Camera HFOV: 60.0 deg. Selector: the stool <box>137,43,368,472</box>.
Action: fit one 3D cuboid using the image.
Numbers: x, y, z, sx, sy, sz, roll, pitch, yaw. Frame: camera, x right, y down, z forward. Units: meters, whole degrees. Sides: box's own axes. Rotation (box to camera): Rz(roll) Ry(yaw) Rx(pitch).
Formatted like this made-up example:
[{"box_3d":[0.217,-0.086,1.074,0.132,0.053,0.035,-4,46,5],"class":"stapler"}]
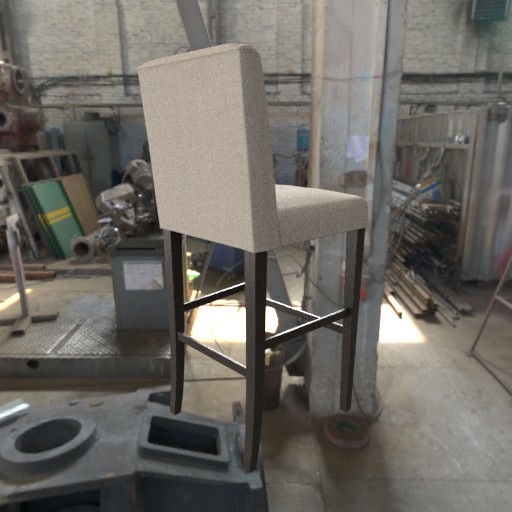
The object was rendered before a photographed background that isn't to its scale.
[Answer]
[{"box_3d":[0.000,0.000,1.386,0.509,1.116,0.474,-14,21,-42],"class":"stool"}]
